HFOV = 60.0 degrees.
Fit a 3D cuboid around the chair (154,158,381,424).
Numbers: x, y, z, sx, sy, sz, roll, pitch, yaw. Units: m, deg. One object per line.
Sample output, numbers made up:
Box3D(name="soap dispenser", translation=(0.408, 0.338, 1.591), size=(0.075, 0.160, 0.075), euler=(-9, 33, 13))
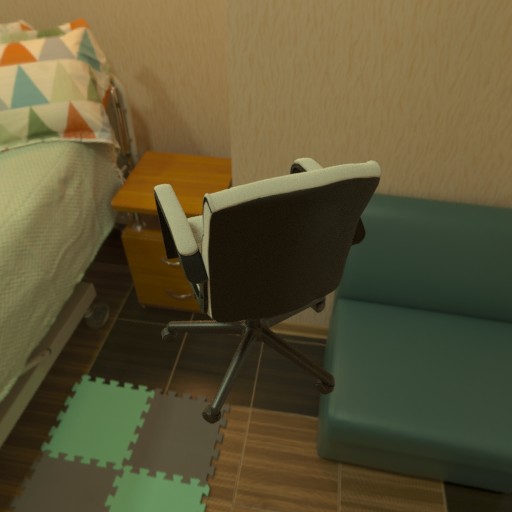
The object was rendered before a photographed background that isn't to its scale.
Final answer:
Box3D(name="chair", translation=(0.000, 0.000, 1.553), size=(0.739, 1.004, 0.717), euler=(-13, 43, -15))
